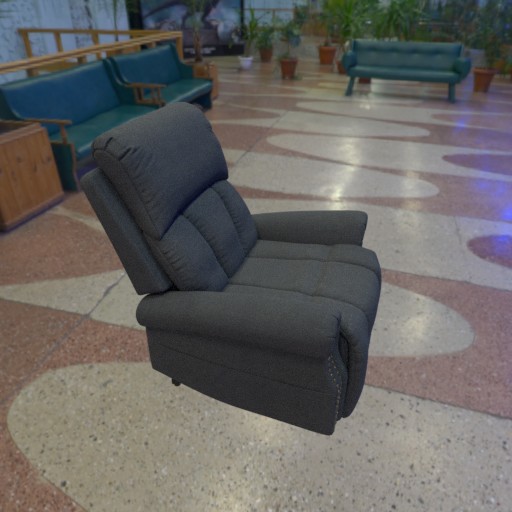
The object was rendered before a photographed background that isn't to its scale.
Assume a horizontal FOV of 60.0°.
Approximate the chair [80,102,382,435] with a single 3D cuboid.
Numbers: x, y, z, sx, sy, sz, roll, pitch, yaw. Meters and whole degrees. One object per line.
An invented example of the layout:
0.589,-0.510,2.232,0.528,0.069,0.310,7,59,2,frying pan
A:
0.000,0.000,1.748,0.979,1.031,0.871,10,32,16,chair
